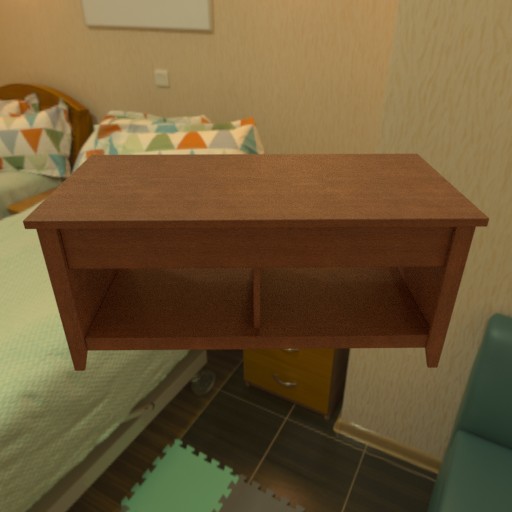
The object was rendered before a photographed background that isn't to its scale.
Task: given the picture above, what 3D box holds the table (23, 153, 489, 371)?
[{"bbox_3d":[0.000,0.000,1.286,1.016,0.457,0.483,0,30,-1],"label":"table"}]
